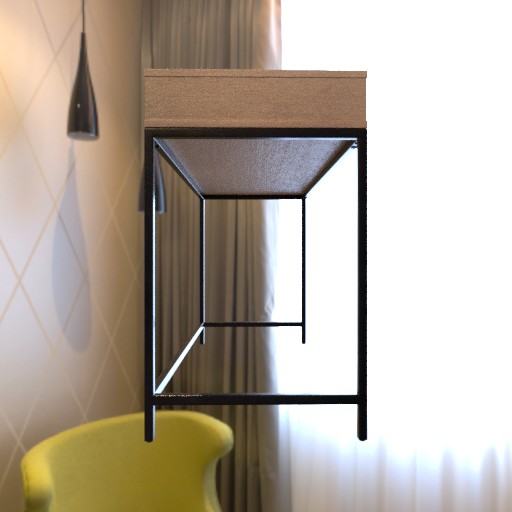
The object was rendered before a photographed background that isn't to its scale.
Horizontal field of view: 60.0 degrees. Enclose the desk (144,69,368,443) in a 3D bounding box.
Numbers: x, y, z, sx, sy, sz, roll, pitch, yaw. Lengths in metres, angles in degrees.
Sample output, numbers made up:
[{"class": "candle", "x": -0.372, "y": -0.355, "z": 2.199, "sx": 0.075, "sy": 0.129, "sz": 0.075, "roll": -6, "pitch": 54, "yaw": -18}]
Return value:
[{"class": "desk", "x": 0.000, "y": 0.000, "z": 1.413, "sx": 0.470, "sy": 0.762, "sz": 1.016, "roll": 0, "pitch": 0, "yaw": -1}]
